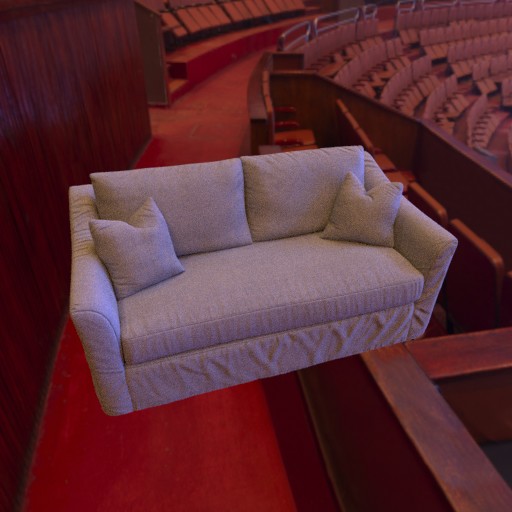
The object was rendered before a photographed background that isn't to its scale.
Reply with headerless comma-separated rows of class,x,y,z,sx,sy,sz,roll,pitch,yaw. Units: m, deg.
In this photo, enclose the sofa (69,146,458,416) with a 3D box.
sofa,0.000,0.000,2.649,2.010,1.018,1.072,-10,34,-15
